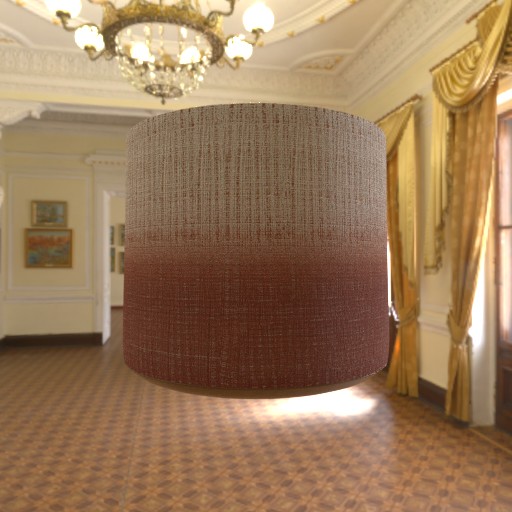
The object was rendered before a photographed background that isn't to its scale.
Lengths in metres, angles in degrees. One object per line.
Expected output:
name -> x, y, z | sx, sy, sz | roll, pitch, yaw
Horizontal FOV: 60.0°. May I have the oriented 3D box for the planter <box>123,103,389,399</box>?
planter -> 0.000, 0.000, 0.442 | 0.254, 0.221, 0.254 | 0, -1, 0
